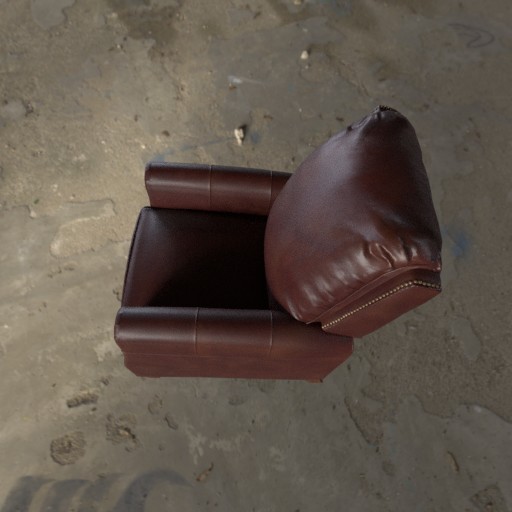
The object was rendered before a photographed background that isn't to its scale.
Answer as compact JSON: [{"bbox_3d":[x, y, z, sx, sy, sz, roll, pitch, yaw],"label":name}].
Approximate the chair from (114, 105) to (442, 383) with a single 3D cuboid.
[{"bbox_3d":[0.000,0.000,1.769,1.089,1.022,0.826,1,58,1],"label":"chair"}]
